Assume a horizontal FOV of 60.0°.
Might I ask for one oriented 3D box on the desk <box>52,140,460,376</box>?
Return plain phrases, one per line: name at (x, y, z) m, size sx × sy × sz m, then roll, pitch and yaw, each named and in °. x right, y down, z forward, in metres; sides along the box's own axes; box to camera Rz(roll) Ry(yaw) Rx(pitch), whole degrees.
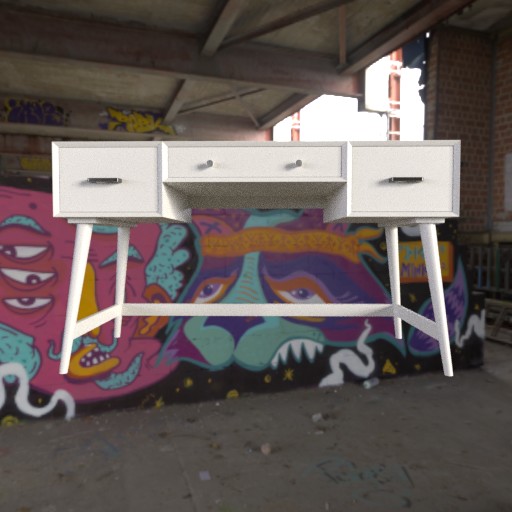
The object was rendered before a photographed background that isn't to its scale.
desk at (0.000, 0.000, 1.715) m, size 1.313 × 0.762 × 0.589 m, roll 0°, pitch 2°, yaw 1°
